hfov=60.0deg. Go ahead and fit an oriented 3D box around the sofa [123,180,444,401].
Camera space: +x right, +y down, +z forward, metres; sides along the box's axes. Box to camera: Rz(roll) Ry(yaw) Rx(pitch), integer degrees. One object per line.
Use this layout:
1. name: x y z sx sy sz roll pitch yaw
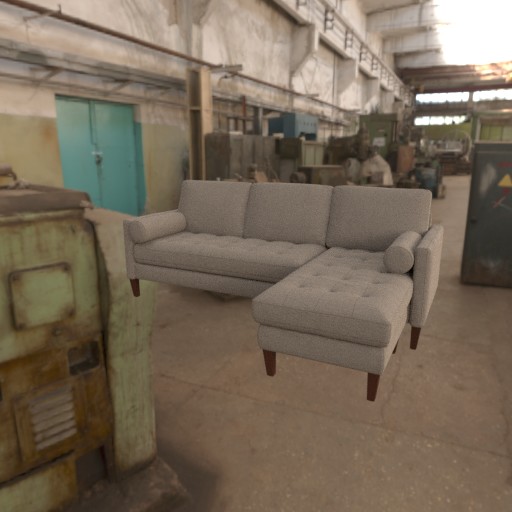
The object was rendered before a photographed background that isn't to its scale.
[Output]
1. sofa: 0.000 0.000 2.941 2.178 0.875 1.506 7 15 26
